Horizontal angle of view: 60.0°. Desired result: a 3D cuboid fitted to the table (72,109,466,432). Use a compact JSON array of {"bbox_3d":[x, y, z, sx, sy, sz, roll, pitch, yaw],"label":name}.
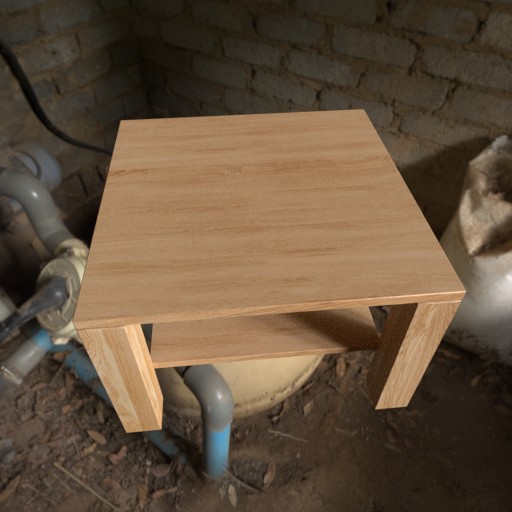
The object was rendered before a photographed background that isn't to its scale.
[{"bbox_3d":[0.000,0.000,1.184,0.700,0.450,0.700,-4,45,-4],"label":"table"}]
